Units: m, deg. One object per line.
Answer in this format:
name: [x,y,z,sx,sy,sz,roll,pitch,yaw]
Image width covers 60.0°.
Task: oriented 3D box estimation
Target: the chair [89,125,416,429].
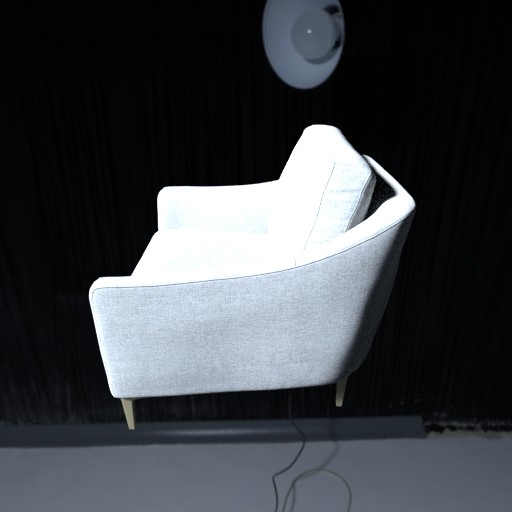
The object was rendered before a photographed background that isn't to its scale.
chair: [0.000,0.000,1.719,0.961,0.902,0.986,0,25,1]
